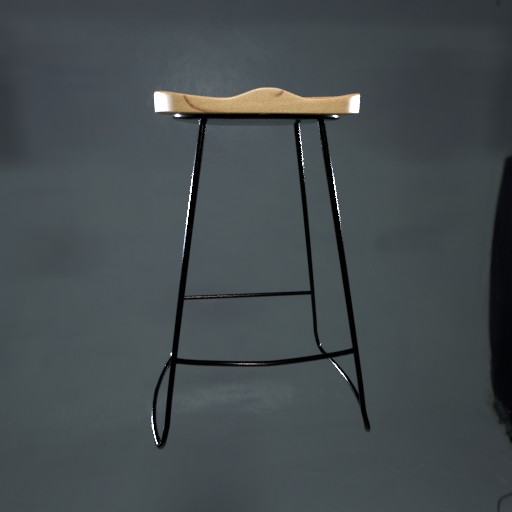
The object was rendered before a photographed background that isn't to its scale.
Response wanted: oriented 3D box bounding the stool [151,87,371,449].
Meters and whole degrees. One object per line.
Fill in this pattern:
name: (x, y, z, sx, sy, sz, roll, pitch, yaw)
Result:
stool: (0.000, 0.000, 0.965, 0.480, 0.679, 0.401, -2, 15, -7)
